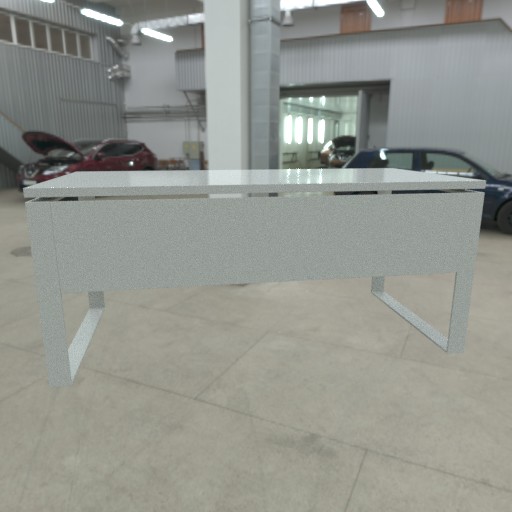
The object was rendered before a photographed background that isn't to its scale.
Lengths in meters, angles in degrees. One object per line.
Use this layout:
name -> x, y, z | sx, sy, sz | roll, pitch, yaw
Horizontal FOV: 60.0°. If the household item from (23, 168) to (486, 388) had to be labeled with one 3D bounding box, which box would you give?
household item -> 0.000, 0.000, 2.080 | 1.700, 0.745, 0.800 | -2, 15, -9
